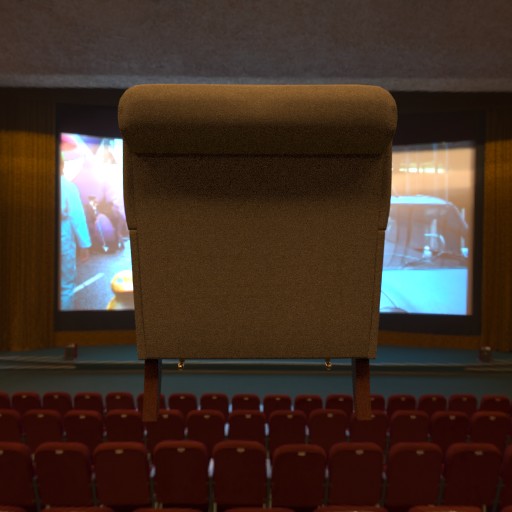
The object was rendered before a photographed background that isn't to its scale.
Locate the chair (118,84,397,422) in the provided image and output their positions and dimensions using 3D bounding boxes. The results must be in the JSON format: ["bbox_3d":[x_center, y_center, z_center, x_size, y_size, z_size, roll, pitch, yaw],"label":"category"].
[{"bbox_3d":[0.000,0.000,1.554,0.766,0.942,0.843,0,0,-1],"label":"chair"}]
